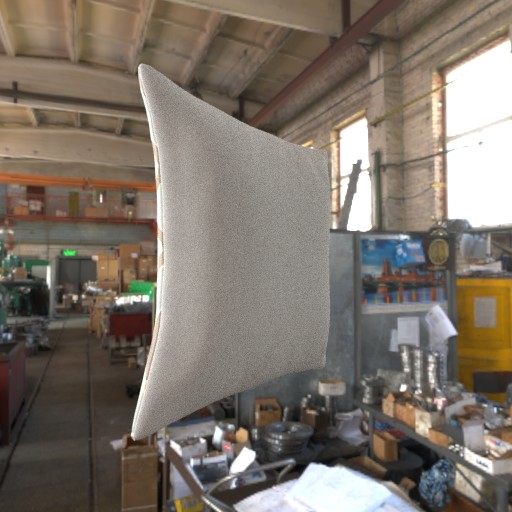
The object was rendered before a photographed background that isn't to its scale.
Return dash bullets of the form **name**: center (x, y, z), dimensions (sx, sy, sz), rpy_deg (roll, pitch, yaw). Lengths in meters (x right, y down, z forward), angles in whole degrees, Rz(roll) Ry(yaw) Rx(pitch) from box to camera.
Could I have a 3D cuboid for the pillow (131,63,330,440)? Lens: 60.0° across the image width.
- **pillow**: center (0.000, 0.000, 0.817), dimensions (0.166, 0.508, 0.552), rpy_deg (-1, -2, 36)
